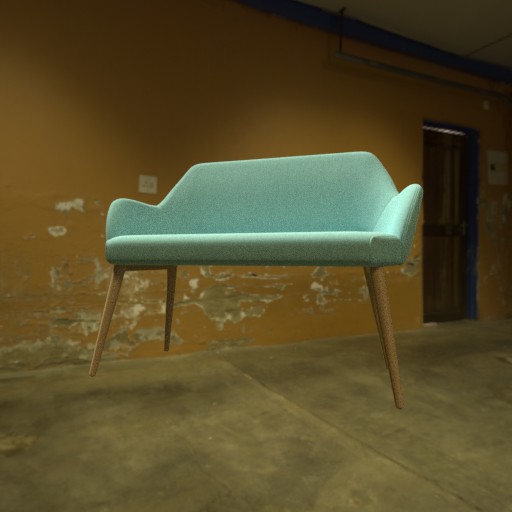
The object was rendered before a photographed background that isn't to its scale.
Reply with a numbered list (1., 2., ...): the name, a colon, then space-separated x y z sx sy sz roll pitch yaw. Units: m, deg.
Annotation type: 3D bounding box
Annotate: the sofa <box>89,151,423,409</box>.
1. sofa: 0.000 0.000 1.635 1.150 0.840 0.610 0 0 19
